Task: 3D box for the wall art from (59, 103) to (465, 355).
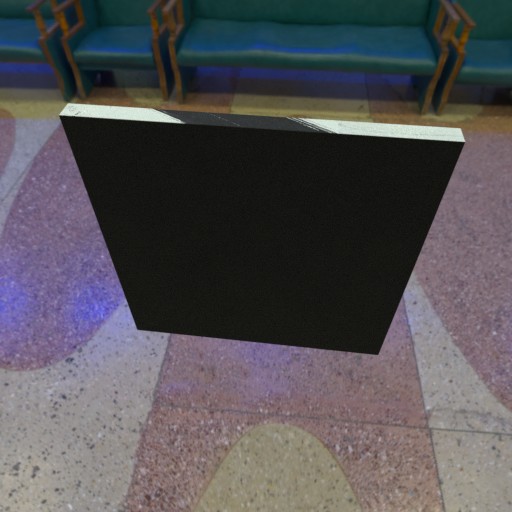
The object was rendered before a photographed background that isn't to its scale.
[{"bbox_3d":[0.000,0.000,1.127,0.765,0.765,0.046,5,48,5],"label":"wall art"}]
